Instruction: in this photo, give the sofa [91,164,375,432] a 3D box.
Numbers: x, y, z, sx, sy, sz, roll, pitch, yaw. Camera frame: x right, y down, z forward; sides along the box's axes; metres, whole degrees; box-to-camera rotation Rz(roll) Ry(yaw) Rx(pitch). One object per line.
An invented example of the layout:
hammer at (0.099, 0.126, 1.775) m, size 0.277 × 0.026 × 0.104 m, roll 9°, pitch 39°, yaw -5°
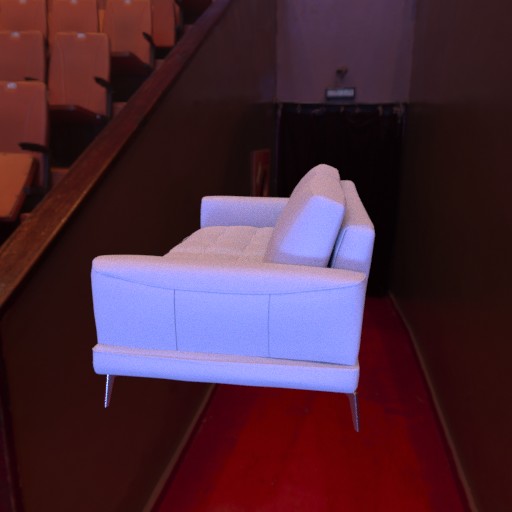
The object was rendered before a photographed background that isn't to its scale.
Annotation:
sofa at (0.000, 0.000, 2.498) m, size 1.121 × 0.930 × 1.819 m, roll 2°, pitch 16°, yaw 9°
